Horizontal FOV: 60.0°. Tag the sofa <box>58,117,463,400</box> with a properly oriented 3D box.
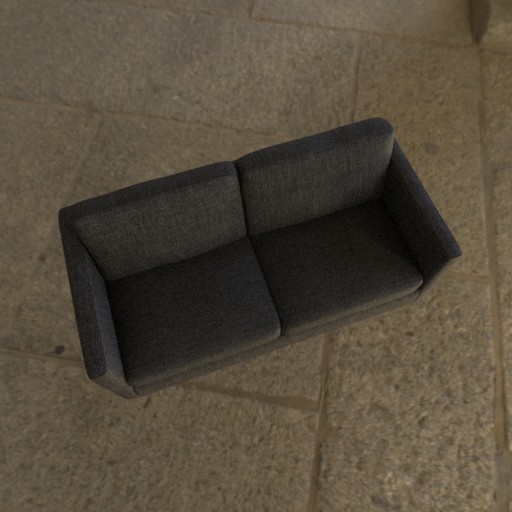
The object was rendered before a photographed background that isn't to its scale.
[{"bbox_3d":[0.000,0.000,2.472,1.884,0.963,0.950,-17,66,-8],"label":"sofa"}]
